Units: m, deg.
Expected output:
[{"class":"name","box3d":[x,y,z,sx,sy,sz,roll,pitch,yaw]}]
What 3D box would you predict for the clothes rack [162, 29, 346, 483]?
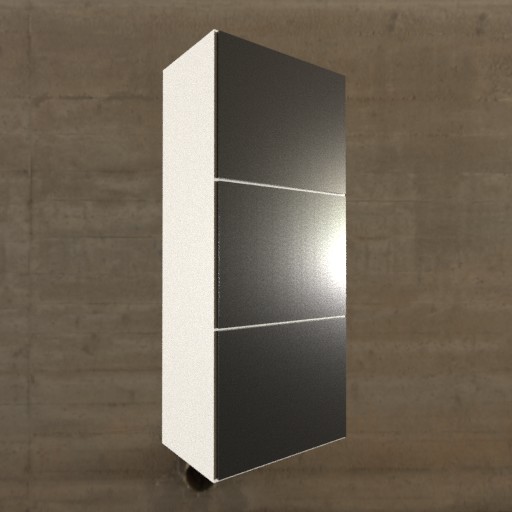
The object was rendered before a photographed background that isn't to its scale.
[{"class":"clothes rack","box3d":[0.000,0.000,1.430,0.500,1.187,0.330,0,-1,-37]}]
